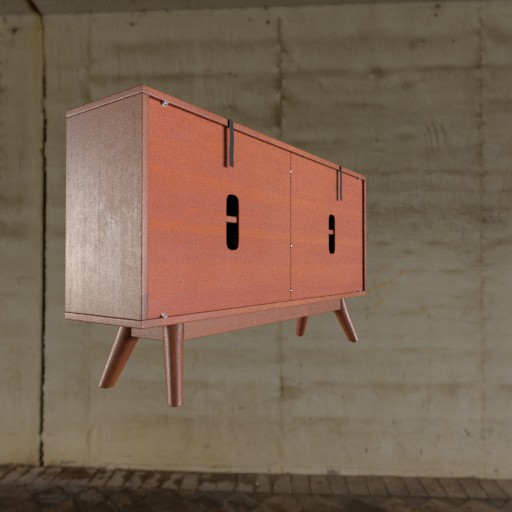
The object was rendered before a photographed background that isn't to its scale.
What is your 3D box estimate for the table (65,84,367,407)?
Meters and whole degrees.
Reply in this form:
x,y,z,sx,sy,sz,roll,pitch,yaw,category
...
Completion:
x,y,z,sx,sy,sz,roll,pitch,yaw,category
0.000,0.000,1.495,0.308,0.698,1.220,-1,-1,36,table
